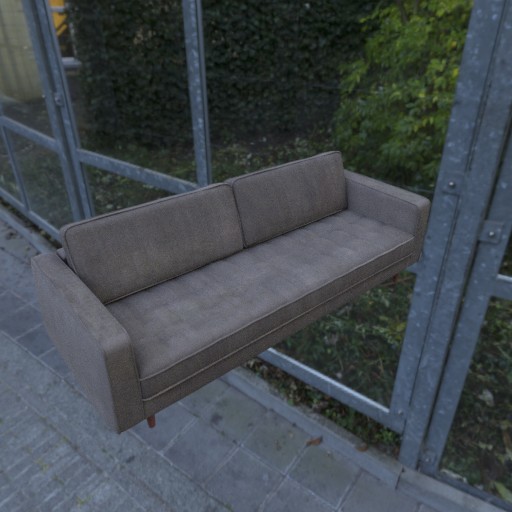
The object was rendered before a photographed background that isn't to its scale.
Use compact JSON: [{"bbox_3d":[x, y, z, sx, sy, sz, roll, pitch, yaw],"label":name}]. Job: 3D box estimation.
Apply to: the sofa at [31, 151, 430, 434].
[{"bbox_3d":[0.000,0.000,2.646,2.295,0.813,0.923,-23,37,-34],"label":"sofa"}]
